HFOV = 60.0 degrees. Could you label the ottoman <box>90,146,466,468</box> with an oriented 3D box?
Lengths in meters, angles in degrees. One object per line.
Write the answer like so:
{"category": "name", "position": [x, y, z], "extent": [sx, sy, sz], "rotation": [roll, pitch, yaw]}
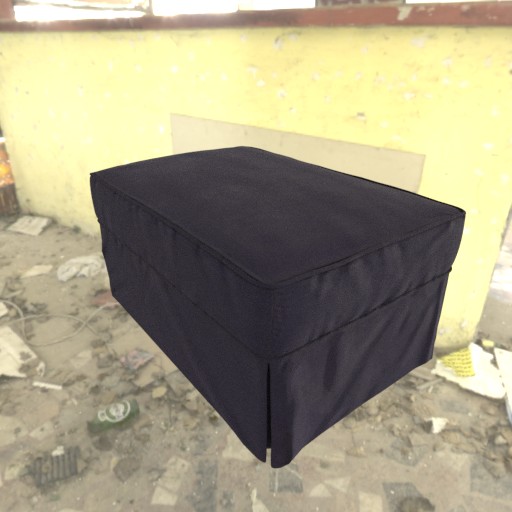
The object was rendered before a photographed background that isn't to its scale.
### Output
{"category": "ottoman", "position": [0.000, 0.000, 1.292], "extent": [0.637, 0.503, 0.938], "rotation": [-19, 32, -33]}
